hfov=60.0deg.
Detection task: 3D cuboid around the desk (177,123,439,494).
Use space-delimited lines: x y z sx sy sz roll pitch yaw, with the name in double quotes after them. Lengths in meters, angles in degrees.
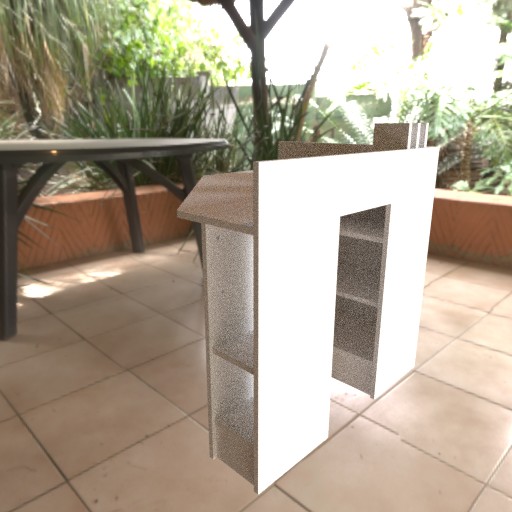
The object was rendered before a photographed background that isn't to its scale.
0.000 0.000 1.716 0.940 0.986 0.940 16 23 42 "desk"
